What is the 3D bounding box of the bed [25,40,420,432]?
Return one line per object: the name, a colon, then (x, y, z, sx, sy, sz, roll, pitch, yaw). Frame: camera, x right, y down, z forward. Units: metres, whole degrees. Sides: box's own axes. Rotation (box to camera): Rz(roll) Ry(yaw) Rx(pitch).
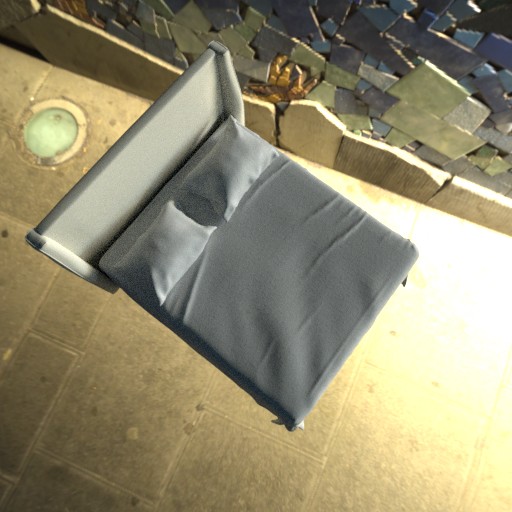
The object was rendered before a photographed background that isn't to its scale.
bed: (0.000, 0.000, 3.432, 2.276, 1.332, 1.925, 37, 78, 9)
